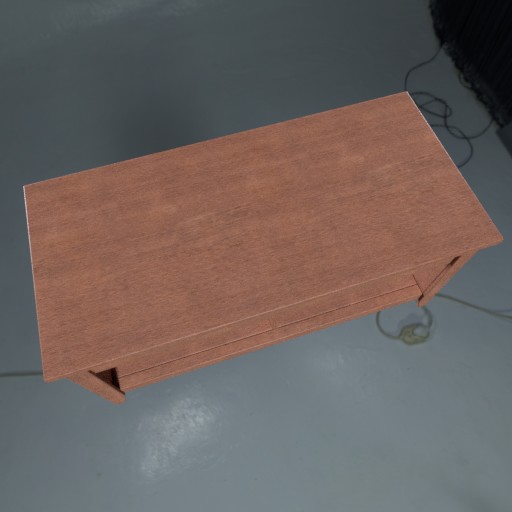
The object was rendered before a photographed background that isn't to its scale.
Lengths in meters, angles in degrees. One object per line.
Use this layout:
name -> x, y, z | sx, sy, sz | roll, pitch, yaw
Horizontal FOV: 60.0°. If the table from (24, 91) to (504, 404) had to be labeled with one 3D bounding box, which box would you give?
table -> 0.000, 0.000, 1.232 | 1.016, 0.457, 0.483 | -16, 64, -8
